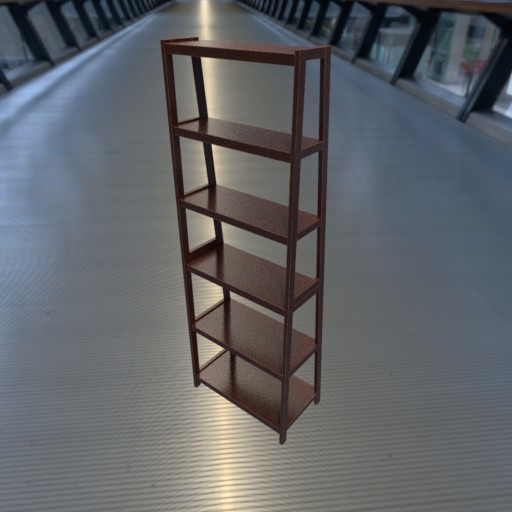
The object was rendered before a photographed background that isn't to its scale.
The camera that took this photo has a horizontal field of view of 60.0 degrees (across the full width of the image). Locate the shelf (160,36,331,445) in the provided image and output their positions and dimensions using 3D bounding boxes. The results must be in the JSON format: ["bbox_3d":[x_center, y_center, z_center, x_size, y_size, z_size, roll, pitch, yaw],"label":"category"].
[{"bbox_3d":[0.000,0.000,2.159,0.660,1.892,0.381,22,37,33],"label":"shelf"}]
